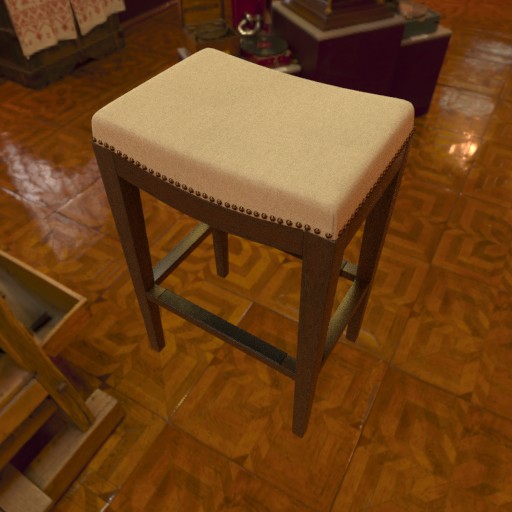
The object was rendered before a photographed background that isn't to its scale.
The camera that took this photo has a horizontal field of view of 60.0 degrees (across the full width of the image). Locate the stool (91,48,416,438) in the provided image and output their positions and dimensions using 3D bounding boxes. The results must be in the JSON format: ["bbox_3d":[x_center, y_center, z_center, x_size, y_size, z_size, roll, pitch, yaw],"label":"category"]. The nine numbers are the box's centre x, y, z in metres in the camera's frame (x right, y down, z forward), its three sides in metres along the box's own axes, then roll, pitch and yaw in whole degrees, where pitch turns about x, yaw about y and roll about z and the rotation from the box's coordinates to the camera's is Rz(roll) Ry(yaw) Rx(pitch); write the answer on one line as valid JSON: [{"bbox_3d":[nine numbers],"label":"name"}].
[{"bbox_3d":[0.000,0.000,1.038,0.498,0.759,0.358,25,52,21],"label":"stool"}]
